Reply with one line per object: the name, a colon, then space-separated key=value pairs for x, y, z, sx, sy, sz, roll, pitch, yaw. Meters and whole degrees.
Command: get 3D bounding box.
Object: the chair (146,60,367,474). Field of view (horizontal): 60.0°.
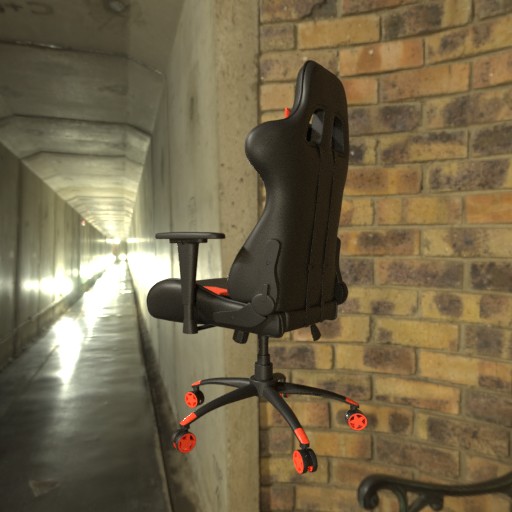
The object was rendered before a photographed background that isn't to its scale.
chair: x=0.000 y=0.000 z=1.663 sx=0.730 sy=1.282 sz=0.695 roll=1 pitch=3 yaw=36
